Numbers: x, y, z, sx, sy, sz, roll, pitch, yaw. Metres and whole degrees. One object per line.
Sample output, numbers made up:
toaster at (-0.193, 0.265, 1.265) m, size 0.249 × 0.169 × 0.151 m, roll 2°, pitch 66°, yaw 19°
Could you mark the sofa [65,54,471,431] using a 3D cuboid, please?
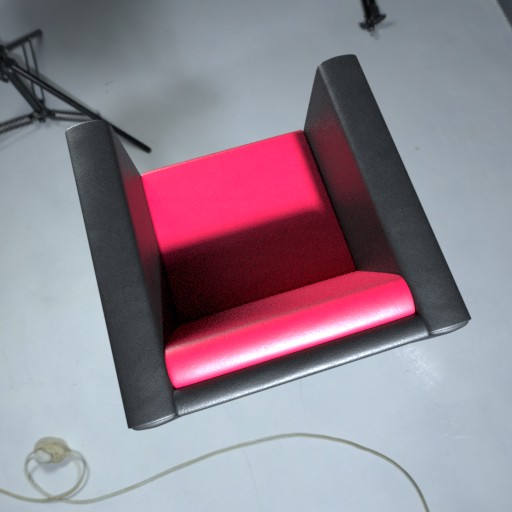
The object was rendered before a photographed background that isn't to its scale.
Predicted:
sofa at (0.000, 0.000, 1.437) m, size 0.839 × 0.724 × 0.809 m, roll -16°, pitch 75°, yaw -5°
